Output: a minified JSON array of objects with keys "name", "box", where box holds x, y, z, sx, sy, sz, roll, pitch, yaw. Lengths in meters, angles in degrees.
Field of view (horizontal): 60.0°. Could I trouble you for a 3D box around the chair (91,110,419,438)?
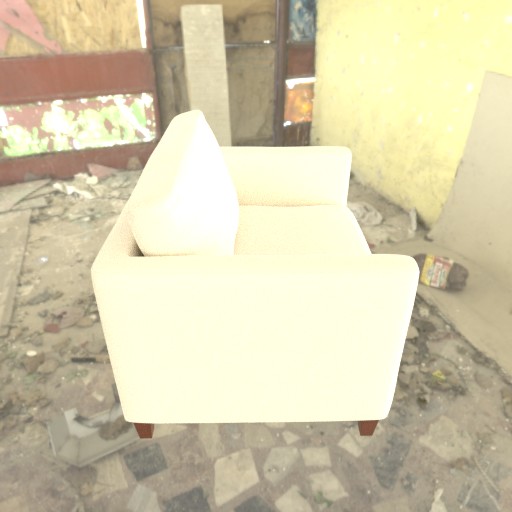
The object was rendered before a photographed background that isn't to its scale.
[{"name":"chair","box":[0.000,0.000,1.660,0.878,0.885,1.019,0,32,-1]}]
